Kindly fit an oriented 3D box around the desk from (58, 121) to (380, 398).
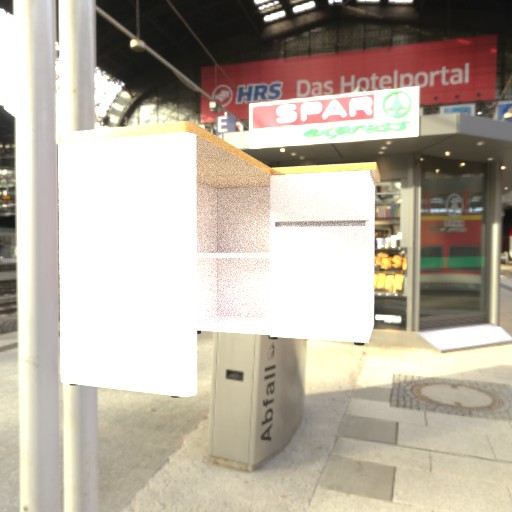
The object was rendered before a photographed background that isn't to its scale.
[{"bbox_3d":[0.000,0.000,1.762,0.900,0.760,1.170,0,2,18],"label":"desk"}]
